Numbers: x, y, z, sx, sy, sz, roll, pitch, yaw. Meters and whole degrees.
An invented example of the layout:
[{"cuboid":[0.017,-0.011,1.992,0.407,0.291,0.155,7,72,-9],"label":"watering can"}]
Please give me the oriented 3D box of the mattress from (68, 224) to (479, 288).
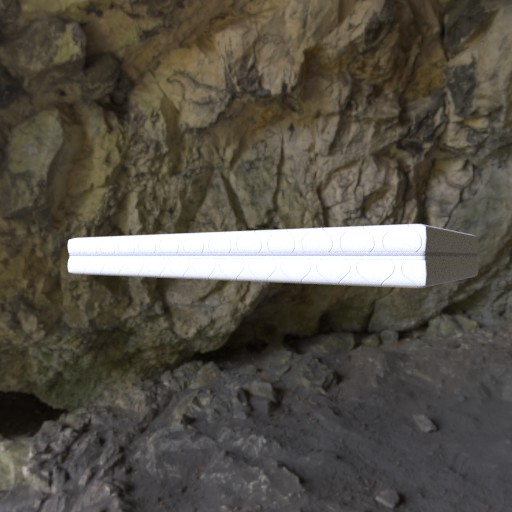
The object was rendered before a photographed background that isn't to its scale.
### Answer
[{"cuboid":[0.000,0.000,2.240,1.900,0.200,0.900,0,0,36],"label":"mattress"}]
